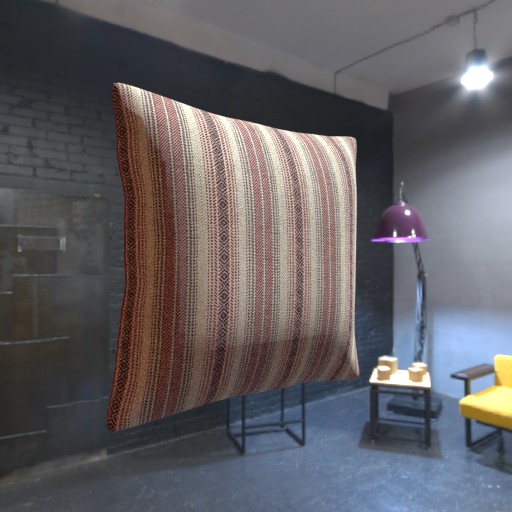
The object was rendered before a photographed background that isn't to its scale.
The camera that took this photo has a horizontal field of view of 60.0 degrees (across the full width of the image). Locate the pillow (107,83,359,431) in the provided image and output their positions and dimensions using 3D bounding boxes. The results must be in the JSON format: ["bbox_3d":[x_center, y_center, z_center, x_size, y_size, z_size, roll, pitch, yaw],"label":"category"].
[{"bbox_3d":[0.000,0.000,0.773,0.513,0.497,0.166,1,-1,-35],"label":"pillow"}]
